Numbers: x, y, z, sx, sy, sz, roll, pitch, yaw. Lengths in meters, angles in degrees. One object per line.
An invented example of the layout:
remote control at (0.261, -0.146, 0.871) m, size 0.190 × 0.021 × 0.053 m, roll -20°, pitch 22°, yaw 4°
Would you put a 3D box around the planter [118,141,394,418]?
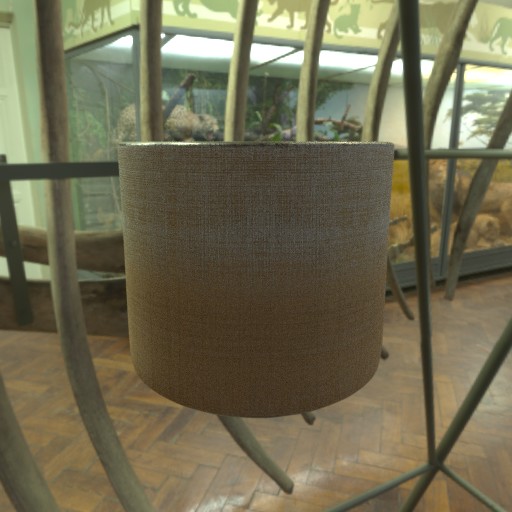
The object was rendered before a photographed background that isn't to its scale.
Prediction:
planter at (0.000, 0.000, 0.443) m, size 0.254 × 0.221 × 0.254 m, roll 0°, pitch 14°, yaw 0°
